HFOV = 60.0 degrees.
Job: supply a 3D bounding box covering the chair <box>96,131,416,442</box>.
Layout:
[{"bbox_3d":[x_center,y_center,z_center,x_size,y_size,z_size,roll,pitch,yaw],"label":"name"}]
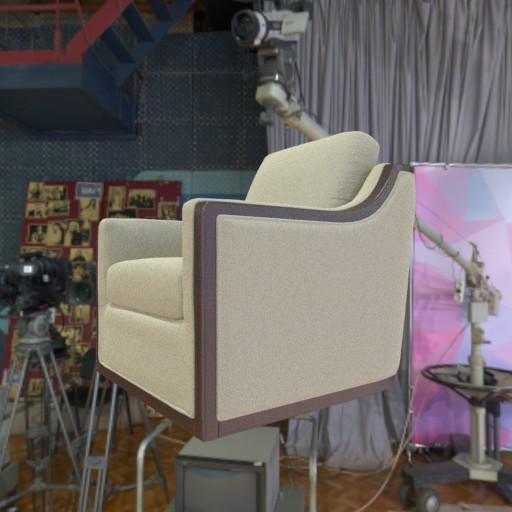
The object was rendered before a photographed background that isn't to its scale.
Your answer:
[{"bbox_3d":[0.000,0.000,1.669,0.950,0.930,0.870,0,0,-37],"label":"chair"}]
